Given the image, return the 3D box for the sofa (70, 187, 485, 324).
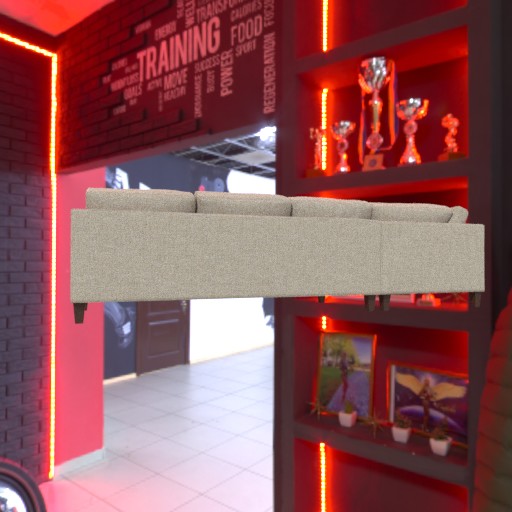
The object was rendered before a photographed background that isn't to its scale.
[{"bbox_3d":[0.000,0.000,4.263,3.182,0.863,2.432,0,-1,-19],"label":"sofa"}]
